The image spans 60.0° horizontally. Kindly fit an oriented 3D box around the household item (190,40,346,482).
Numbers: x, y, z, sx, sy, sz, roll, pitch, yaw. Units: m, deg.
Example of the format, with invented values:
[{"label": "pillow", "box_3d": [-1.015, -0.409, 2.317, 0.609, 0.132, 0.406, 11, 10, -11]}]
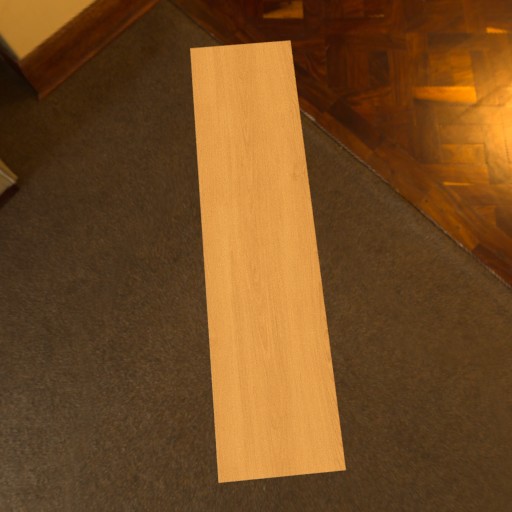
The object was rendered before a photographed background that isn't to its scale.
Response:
[{"label": "household item", "box_3d": [0.000, 0.000, 1.789, 0.400, 0.600, 1.550, -5, 76, -1]}]
